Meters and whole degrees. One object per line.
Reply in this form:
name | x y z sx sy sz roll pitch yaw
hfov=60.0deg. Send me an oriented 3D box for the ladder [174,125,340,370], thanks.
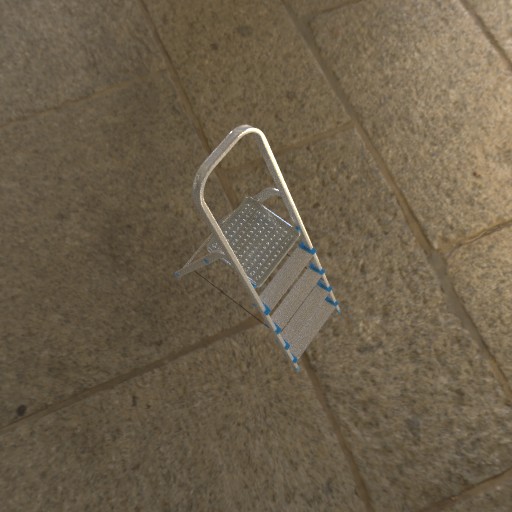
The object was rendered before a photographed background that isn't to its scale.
ladder | 0.000 0.000 2.037 0.990 1.648 0.468 36 77 10
